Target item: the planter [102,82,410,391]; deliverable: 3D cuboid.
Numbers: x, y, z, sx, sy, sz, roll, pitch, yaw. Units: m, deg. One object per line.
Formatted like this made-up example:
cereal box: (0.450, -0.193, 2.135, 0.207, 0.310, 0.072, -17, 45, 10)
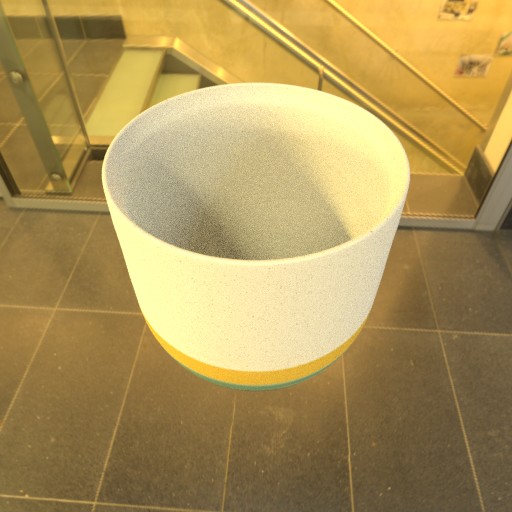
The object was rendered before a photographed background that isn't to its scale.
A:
planter: (0.000, 0.000, 0.490, 0.268, 0.270, 0.268, 0, 47, 0)
